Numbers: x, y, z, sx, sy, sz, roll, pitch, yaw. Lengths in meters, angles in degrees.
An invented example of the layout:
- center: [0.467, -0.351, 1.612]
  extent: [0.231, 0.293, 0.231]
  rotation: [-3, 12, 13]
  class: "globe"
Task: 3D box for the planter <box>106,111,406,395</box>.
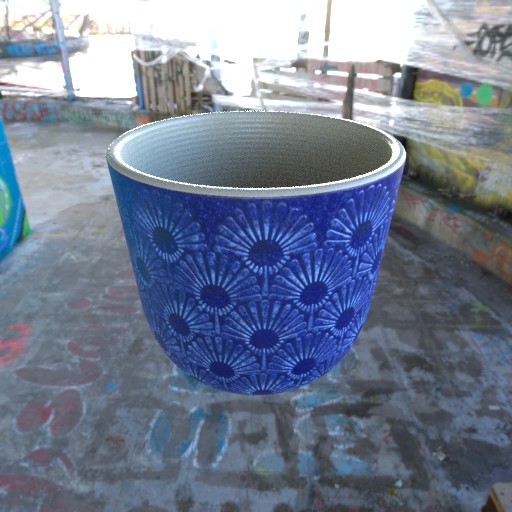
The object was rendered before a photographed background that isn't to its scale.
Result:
- center: [0.000, 0.000, 0.363]
  extent: [0.206, 0.190, 0.206]
  rotation: [0, 29, 0]
  class: "planter"
